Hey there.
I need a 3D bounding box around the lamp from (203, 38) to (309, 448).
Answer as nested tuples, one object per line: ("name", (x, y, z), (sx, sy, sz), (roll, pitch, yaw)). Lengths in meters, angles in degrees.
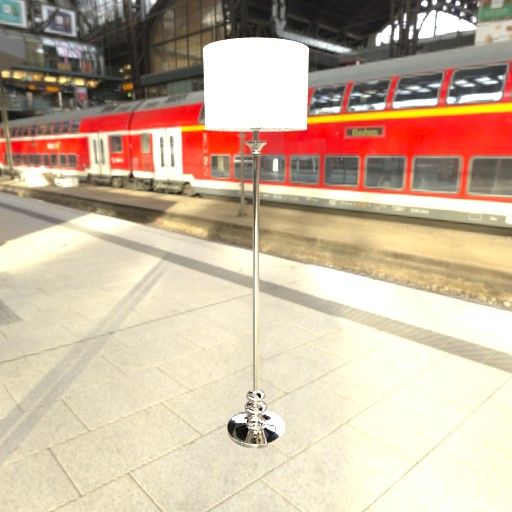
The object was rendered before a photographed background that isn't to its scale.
("lamp", (0.000, 0.000, 1.673), (0.356, 1.487, 0.356), (-13, 18, -43))
